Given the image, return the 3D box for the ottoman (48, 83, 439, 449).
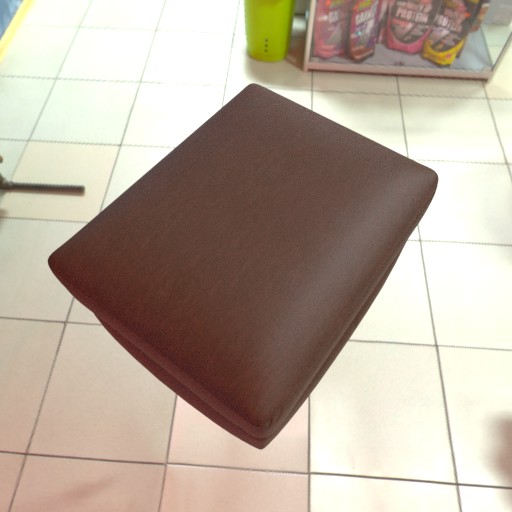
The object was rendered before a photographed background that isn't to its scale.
[{"bbox_3d":[0.000,0.000,1.195,0.635,0.508,0.787,33,64,18],"label":"ottoman"}]
